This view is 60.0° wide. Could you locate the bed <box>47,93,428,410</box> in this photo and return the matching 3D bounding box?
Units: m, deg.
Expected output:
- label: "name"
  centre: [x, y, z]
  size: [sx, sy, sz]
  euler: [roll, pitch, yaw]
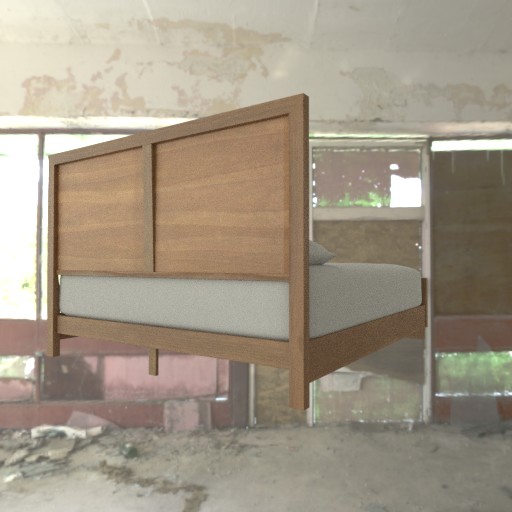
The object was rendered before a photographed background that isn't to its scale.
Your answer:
- label: "bed"
  centre: [0.000, 0.000, 3.400]
  size: [2.003, 1.387, 2.184]
  euler: [-1, -1, 34]
